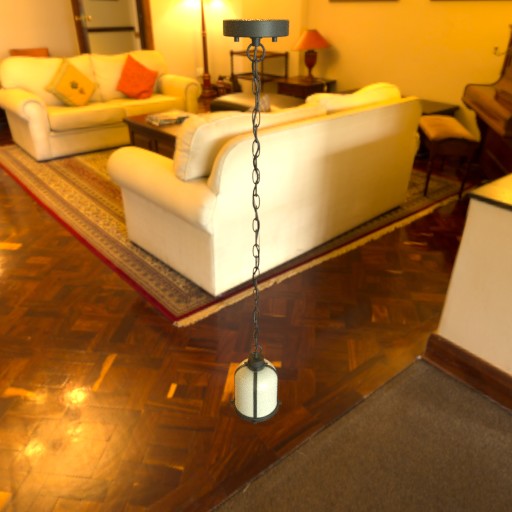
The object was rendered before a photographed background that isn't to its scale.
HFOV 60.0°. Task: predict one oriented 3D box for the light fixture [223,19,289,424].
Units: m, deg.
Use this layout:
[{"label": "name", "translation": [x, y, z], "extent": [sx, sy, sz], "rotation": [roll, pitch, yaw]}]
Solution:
[{"label": "light fixture", "translation": [0.000, 0.000, 1.255], "extent": [0.178, 1.181, 0.178], "rotation": [1, 29, 2]}]
